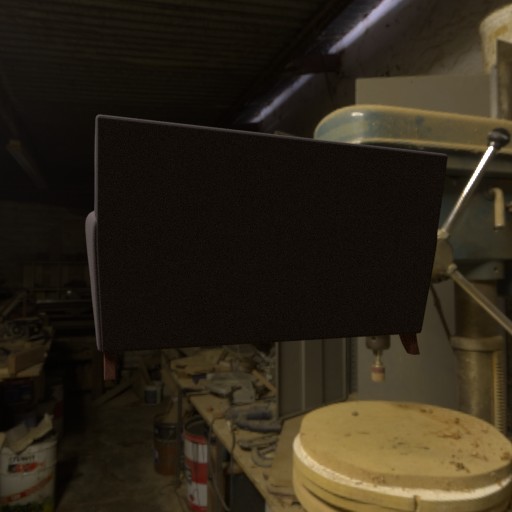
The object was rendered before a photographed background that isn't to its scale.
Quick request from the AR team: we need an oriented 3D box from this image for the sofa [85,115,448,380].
[{"bbox_3d":[0.000,0.000,1.962,1.420,0.846,0.871,1,-2,-20],"label":"sofa"}]
